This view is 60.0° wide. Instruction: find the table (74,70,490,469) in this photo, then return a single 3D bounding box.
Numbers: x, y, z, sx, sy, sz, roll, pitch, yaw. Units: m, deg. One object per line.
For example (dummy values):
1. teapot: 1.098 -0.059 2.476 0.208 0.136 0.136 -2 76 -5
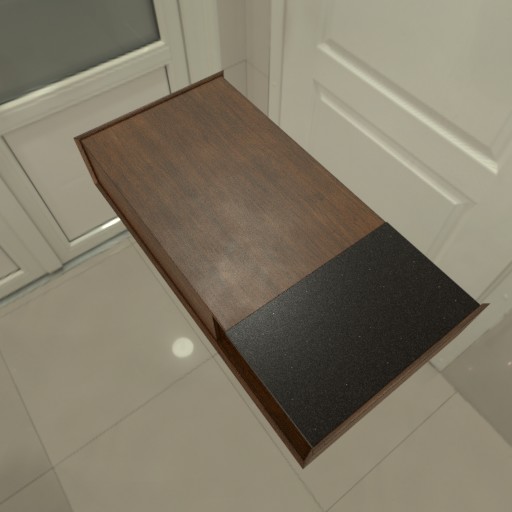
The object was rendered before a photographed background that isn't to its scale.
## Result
1. table: 0.000 0.000 1.531 0.610 0.508 1.221 -32 63 -19
